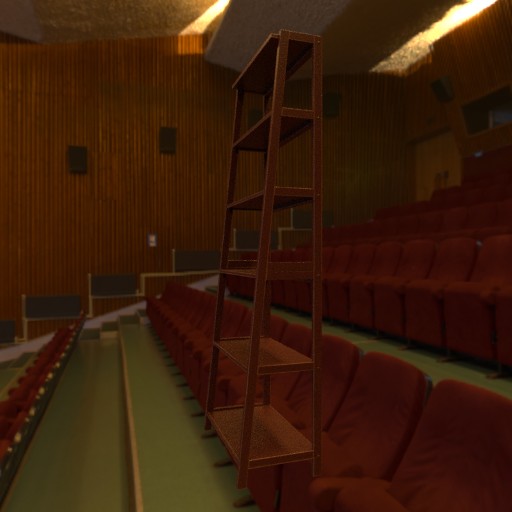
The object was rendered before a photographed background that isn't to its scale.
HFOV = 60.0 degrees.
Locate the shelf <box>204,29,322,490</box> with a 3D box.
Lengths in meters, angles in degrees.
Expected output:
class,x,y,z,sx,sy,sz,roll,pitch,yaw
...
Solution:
class,x,y,z,sx,sy,sz,roll,pitch,yaw
shelf,0.000,0.000,2.163,0.381,1.892,0.660,0,0,-19
